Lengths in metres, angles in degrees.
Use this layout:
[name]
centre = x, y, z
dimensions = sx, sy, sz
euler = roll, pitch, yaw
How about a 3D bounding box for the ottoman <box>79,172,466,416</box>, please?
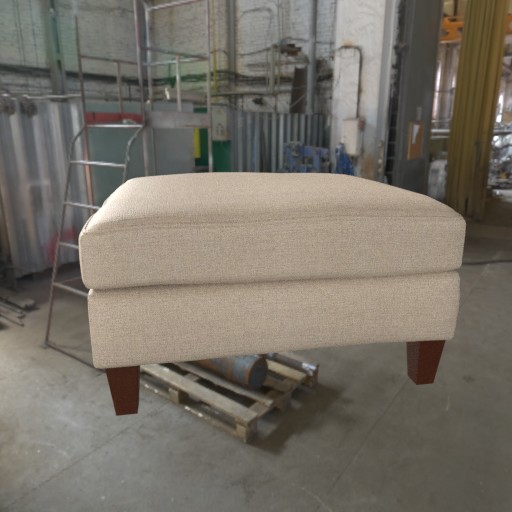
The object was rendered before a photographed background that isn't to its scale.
[ottoman]
centre = 0.000, 0.000, 1.332
dimensions = 0.838, 0.481, 0.838
euler = -3, 16, -9
